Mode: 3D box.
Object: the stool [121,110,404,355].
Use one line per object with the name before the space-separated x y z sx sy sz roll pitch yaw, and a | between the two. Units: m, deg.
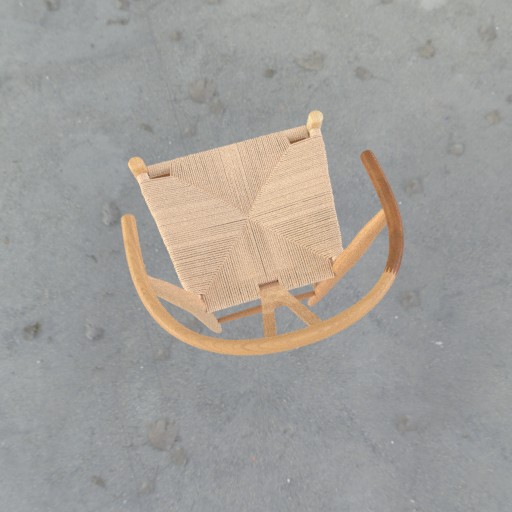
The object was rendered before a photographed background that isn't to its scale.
stool | 0.000 0.000 1.267 0.536 0.923 0.575 -16 76 -4
